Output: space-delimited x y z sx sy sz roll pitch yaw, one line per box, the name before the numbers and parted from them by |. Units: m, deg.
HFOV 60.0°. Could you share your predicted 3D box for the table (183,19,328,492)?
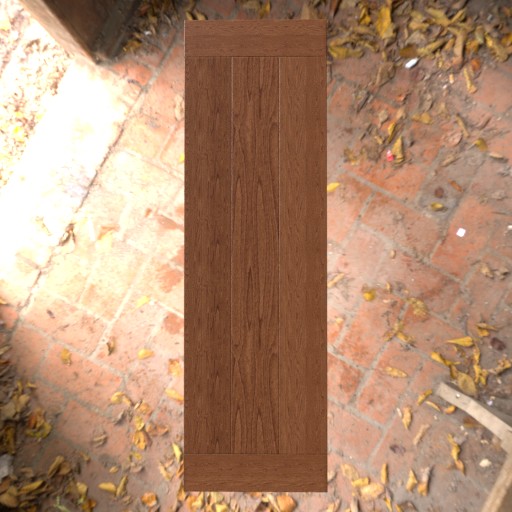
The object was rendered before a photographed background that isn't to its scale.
table | 0.000 0.000 1.812 0.461 0.852 1.478 0 89 1
